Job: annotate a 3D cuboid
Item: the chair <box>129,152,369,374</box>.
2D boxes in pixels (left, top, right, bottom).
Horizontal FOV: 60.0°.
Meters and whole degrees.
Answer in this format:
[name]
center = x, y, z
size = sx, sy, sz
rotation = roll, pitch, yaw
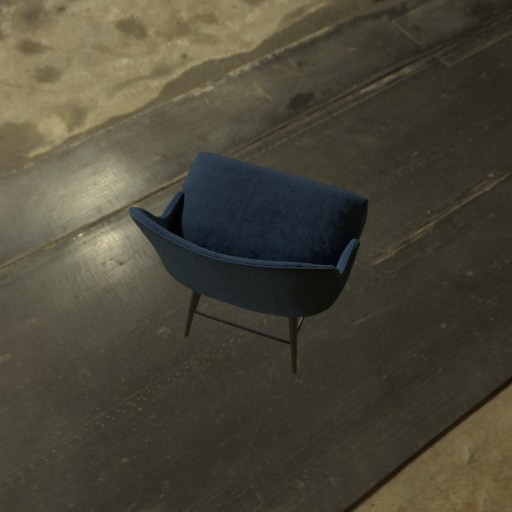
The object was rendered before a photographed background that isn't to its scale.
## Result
[chair]
center = 0.000, 0.000, 1.246
size = 0.526, 0.927, 0.489
rotation = 17, 65, 8
